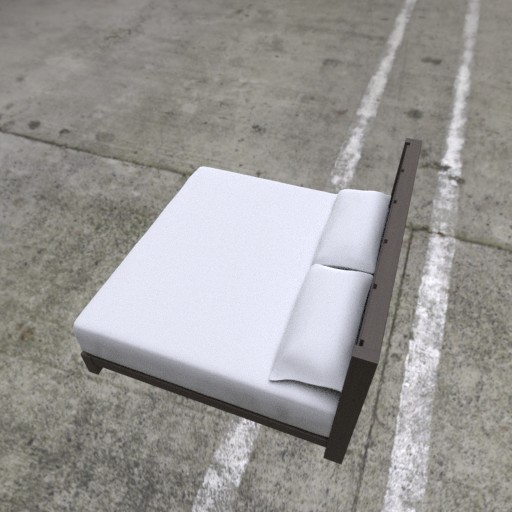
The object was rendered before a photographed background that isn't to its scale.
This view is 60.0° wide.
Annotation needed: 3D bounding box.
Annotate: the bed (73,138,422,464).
[{"bbox_3d":[0.000,0.000,3.483,2.012,1.270,2.134,15,47,14],"label":"bed"}]
